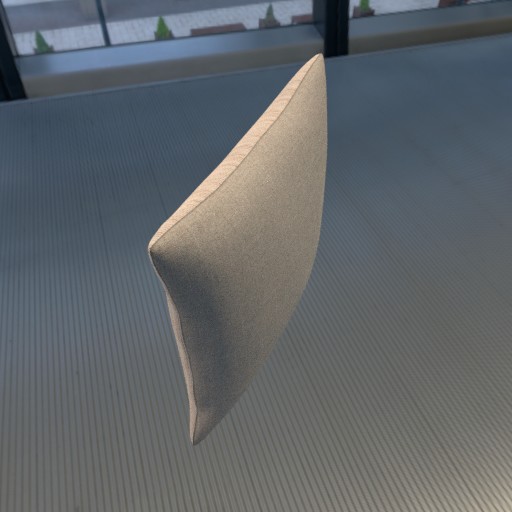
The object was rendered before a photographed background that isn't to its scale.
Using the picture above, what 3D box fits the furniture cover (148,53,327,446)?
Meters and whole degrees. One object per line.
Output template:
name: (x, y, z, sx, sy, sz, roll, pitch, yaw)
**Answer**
furniture cover: (0.000, 0.000, 0.767, 0.178, 0.506, 0.512, 19, 50, 17)
